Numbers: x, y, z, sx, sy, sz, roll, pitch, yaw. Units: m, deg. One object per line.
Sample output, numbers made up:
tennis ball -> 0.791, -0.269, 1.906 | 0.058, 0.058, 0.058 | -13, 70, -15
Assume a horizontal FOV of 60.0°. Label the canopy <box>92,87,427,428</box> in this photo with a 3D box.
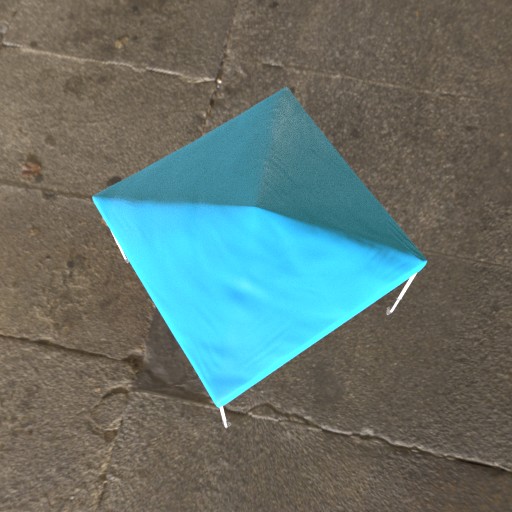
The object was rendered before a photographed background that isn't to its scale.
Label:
canopy -> 0.000, 0.000, 5.150 | 2.848, 2.849, 2.849 | -32, 76, -9
